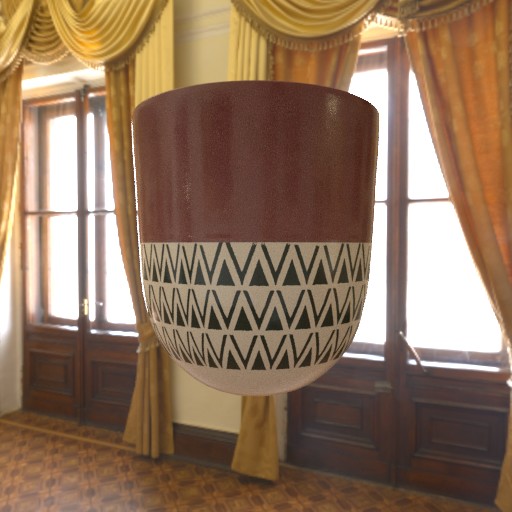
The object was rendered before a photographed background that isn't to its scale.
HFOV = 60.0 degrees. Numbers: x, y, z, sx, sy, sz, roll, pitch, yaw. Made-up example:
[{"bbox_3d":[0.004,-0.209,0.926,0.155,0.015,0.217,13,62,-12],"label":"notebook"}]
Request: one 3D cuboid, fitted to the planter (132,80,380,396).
[{"bbox_3d":[0.000,0.000,0.363,0.195,0.214,0.195,0,1,0],"label":"planter"}]
